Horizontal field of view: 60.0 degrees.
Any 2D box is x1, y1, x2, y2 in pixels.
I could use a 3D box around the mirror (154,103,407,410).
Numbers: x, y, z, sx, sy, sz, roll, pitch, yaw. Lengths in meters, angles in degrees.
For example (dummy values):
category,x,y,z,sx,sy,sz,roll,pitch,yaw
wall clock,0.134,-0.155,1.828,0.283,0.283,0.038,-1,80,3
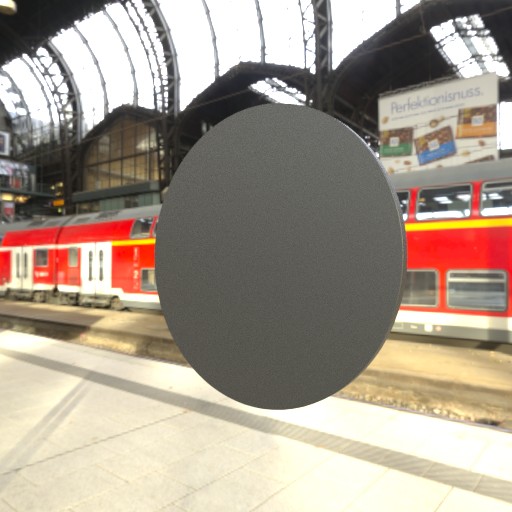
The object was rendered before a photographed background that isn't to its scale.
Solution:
category,x,y,z,sx,sy,sz,roll,pitch,yaw
mirror,0.000,0.000,1.598,1.077,1.077,0.036,-1,-1,37
